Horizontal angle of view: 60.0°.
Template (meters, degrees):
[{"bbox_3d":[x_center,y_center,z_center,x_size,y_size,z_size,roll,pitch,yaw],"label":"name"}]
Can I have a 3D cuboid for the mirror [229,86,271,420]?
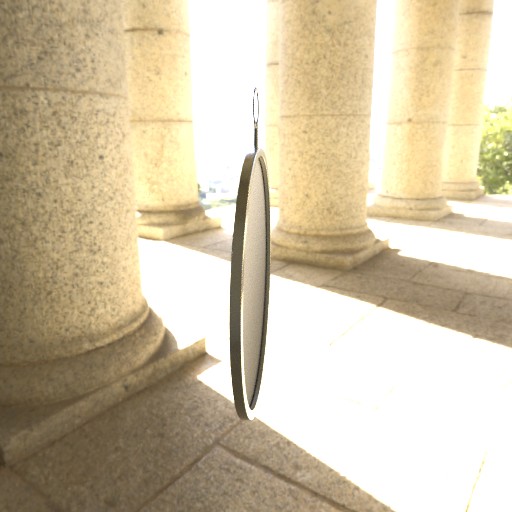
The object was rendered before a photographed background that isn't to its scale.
[{"bbox_3d":[0.000,0.000,0.993,0.020,0.713,0.594,2,15,6],"label":"mirror"}]
